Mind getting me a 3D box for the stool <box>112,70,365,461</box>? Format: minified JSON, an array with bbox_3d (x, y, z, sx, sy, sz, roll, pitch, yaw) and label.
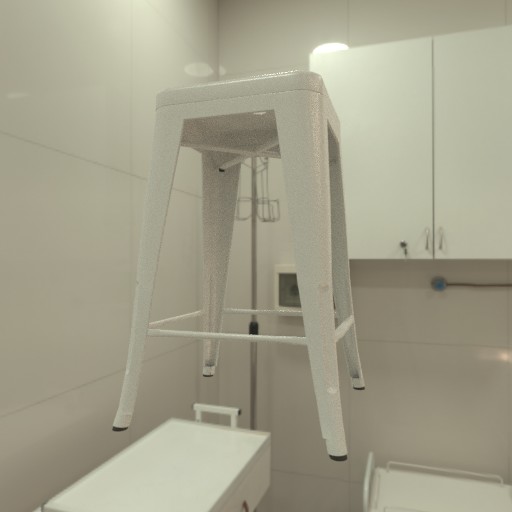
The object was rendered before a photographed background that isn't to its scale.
[{"bbox_3d":[0.000,0.000,0.905,0.406,0.610,0.406,0,-1,18],"label":"stool"}]
